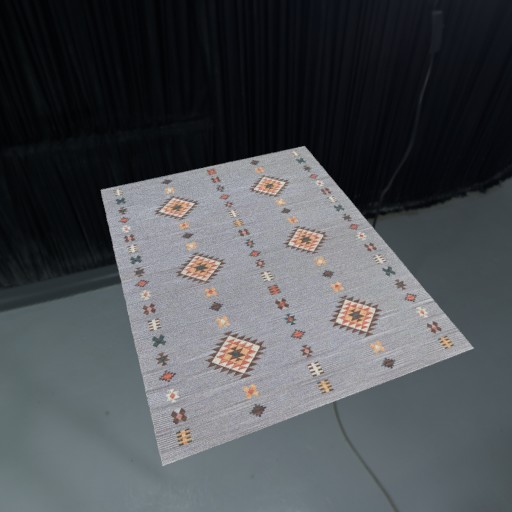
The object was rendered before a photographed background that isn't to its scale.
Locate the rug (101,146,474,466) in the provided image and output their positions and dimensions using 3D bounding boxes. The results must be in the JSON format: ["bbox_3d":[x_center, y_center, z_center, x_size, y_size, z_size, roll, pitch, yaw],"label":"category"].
[{"bbox_3d":[0.000,0.000,4.086,2.425,0.008,3.035,-15,48,-14],"label":"rug"}]
